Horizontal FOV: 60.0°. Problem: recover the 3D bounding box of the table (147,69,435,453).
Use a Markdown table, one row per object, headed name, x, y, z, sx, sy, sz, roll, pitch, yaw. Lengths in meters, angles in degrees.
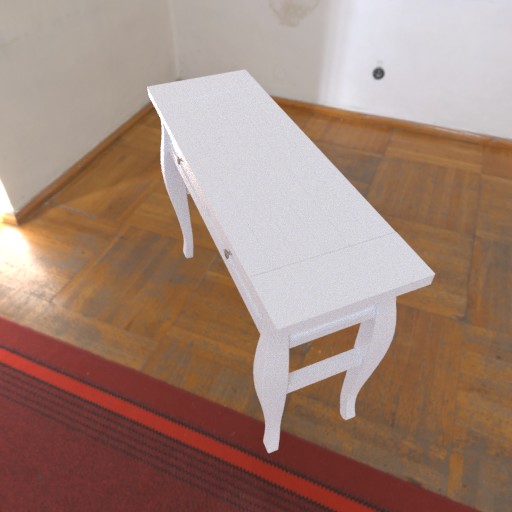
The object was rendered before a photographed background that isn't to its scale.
| name | x | y | z | sx | sy | sz | roll | pitch | yaw |
| --- | --- | --- | --- | --- | --- | --- | --- | --- | --- |
| table | 0.000 | 0.000 | 1.477 | 0.373 | 0.768 | 1.062 | -17 | 48 | -15 |
